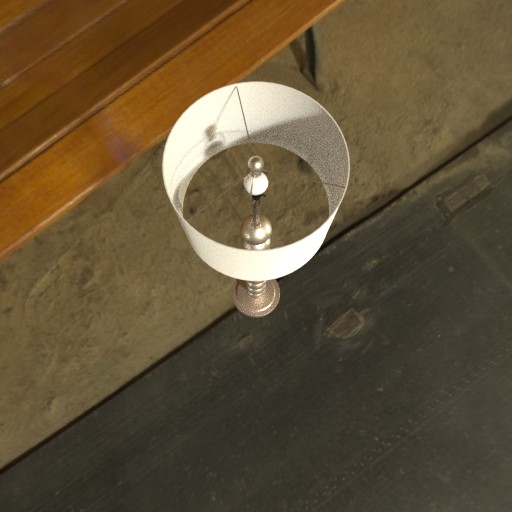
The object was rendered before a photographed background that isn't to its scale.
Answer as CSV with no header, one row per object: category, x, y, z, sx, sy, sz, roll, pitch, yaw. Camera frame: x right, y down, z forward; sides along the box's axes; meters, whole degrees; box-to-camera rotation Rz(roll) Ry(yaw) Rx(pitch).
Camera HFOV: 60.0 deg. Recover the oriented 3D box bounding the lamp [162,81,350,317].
lamp,0.000,0.000,1.628,0.394,1.474,0.394,16,75,5
